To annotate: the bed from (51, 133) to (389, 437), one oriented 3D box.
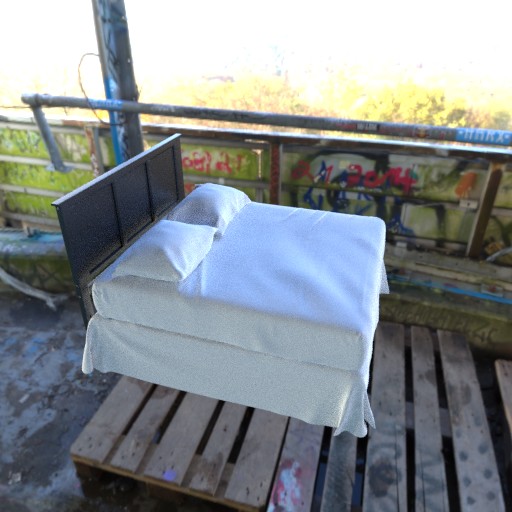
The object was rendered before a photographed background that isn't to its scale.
[{"bbox_3d":[0.000,0.000,3.350,2.050,1.270,1.870,9,31,15],"label":"bed"}]
